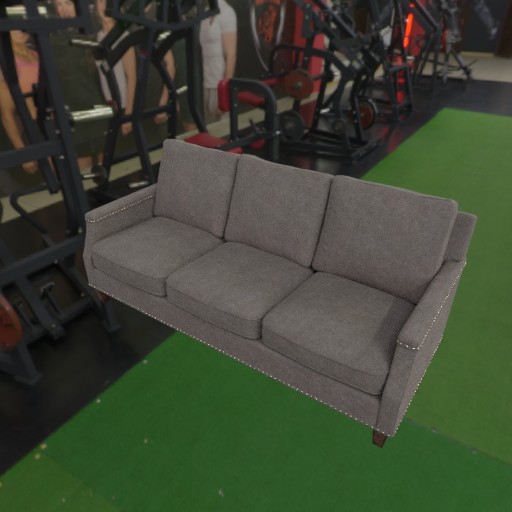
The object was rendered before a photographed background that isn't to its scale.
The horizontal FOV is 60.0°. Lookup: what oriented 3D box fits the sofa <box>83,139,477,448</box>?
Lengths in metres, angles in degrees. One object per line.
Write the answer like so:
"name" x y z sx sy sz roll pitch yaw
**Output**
"sofa" 0.000 0.000 2.752 2.226 1.042 1.034 19 36 29
